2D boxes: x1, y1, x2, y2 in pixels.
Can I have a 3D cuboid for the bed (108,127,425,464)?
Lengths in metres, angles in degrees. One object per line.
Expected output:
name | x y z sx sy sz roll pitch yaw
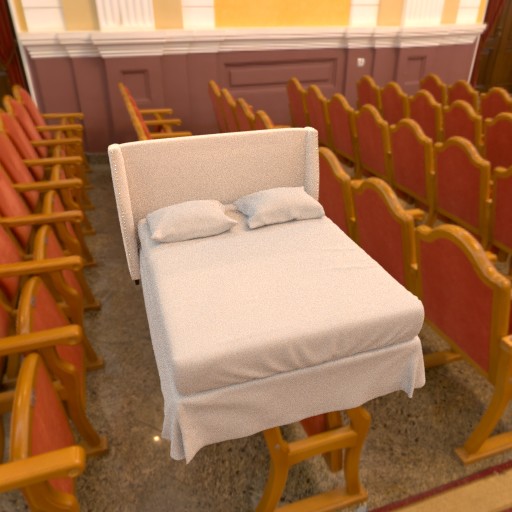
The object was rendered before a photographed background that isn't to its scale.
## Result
bed | 0.000 0.000 3.436 1.925 1.332 2.276 -10 32 -16
